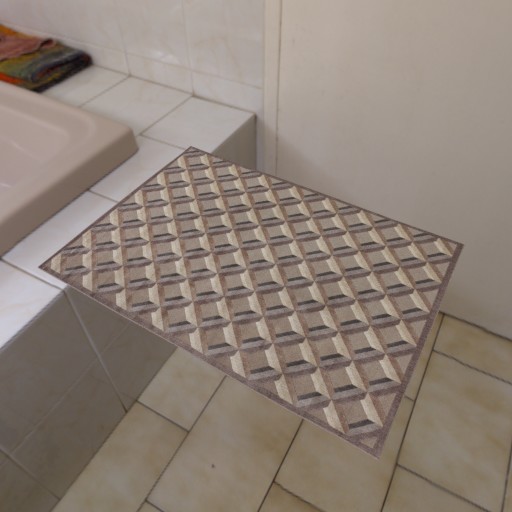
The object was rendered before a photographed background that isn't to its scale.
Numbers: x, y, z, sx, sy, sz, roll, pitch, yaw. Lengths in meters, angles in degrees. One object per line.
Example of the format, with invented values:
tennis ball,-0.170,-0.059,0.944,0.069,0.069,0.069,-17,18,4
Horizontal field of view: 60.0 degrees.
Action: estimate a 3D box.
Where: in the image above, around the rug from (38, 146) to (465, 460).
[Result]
rug,0.000,0.000,2.859,2.260,0.013,1.600,24,51,21
